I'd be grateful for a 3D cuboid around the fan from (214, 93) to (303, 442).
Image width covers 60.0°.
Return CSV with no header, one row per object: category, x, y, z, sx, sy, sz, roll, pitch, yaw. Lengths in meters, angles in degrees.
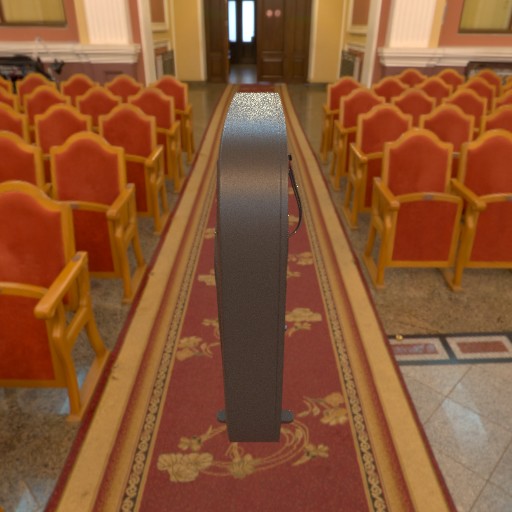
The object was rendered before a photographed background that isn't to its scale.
fan,0.000,0.000,0.806,0.142,0.533,0.526,0,28,1
